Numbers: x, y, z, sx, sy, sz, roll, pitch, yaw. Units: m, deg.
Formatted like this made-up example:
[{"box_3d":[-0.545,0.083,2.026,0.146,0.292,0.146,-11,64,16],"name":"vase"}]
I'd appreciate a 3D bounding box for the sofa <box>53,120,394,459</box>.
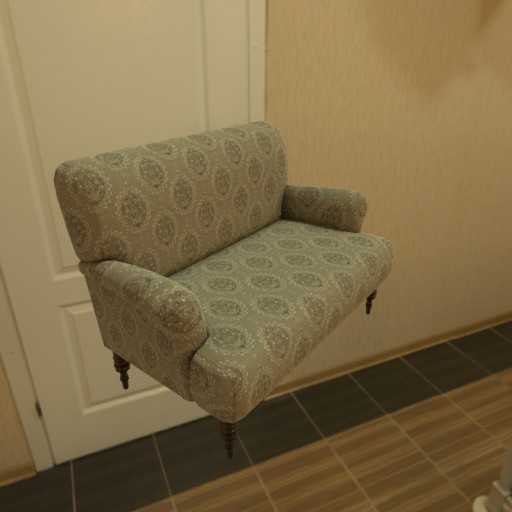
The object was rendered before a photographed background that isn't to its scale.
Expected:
[{"box_3d":[0.000,0.000,1.825,0.779,0.889,1.297,18,31,33],"name":"sofa"}]
